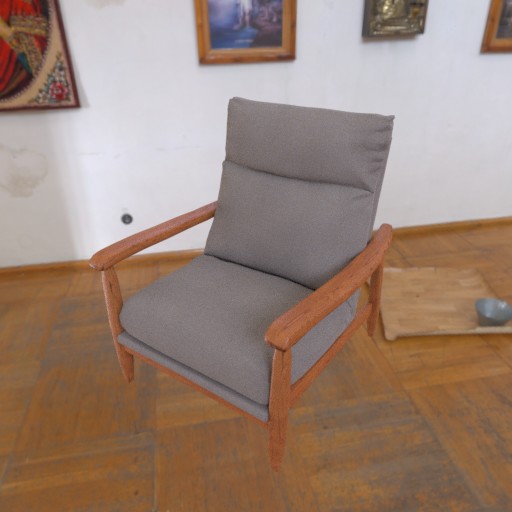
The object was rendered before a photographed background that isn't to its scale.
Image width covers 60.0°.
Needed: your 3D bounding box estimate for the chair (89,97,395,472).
[{"bbox_3d":[0.000,0.000,1.528,0.782,0.922,0.816,18,33,30],"label":"chair"}]
